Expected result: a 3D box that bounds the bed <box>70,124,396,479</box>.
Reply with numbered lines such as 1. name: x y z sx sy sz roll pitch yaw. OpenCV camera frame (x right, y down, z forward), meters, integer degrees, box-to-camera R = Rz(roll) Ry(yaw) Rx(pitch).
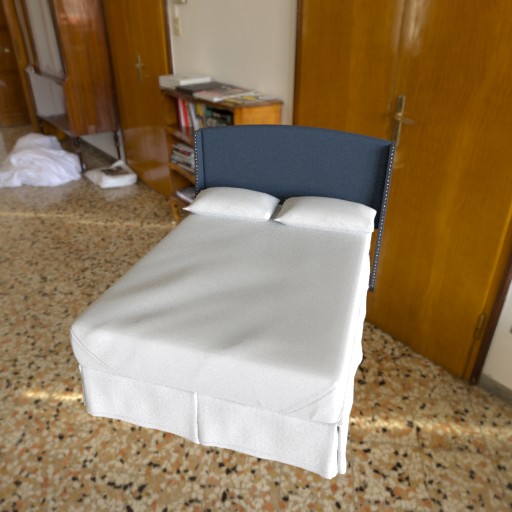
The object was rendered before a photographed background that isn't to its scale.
1. bed: 0.000 0.000 3.188 1.710 1.407 2.237 8 30 15
